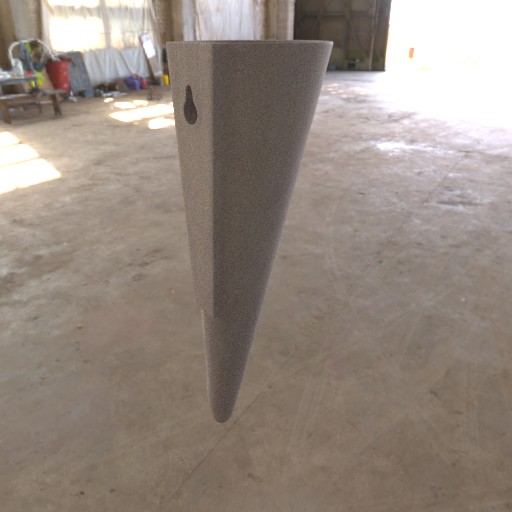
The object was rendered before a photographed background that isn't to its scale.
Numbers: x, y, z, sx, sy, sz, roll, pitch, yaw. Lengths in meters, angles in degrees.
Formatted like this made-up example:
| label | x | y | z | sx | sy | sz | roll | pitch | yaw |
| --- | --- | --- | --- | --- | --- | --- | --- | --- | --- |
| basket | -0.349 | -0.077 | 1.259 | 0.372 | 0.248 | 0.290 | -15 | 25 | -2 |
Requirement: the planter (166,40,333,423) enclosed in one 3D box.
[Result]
| label | x | y | z | sx | sy | sz | roll | pitch | yaw |
| --- | --- | --- | --- | --- | --- | --- | --- | --- | --- |
| planter | 0.000 | 0.000 | 0.297 | 0.087 | 0.259 | 0.078 | -19 | 33 | -33 |
